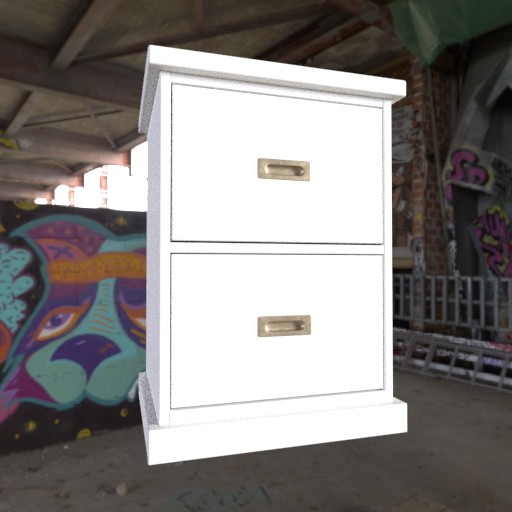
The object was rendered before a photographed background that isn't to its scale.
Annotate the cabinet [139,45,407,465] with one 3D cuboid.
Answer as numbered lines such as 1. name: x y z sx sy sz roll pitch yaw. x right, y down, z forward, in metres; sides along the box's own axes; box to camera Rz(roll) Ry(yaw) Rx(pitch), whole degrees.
1. cabinet: 0.000 0.000 1.040 0.520 0.723 0.431 0 -1 -17
